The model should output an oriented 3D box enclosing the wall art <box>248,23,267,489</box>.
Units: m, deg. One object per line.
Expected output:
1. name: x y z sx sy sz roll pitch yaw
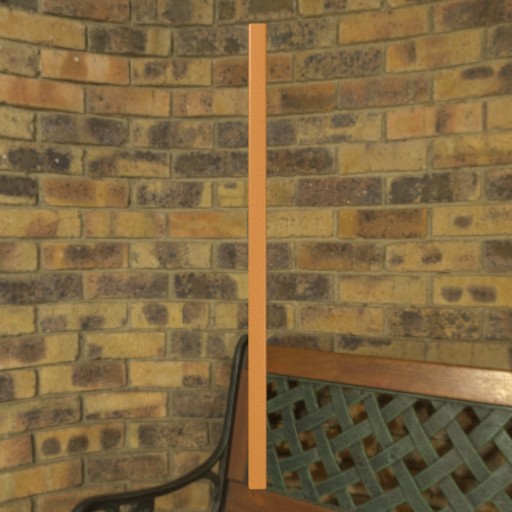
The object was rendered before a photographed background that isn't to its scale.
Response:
1. wall art: 0.000 0.000 0.515 0.015 0.379 0.310 0 0 0
